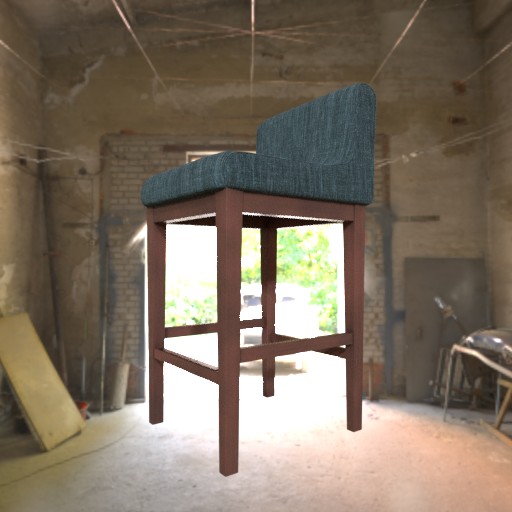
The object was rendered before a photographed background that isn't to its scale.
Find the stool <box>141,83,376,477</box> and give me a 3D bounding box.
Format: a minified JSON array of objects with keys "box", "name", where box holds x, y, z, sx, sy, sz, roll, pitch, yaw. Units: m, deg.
[{"box":[0.000,0.000,1.098,0.459,0.835,0.395,0,-1,-37],"name":"stool"}]
